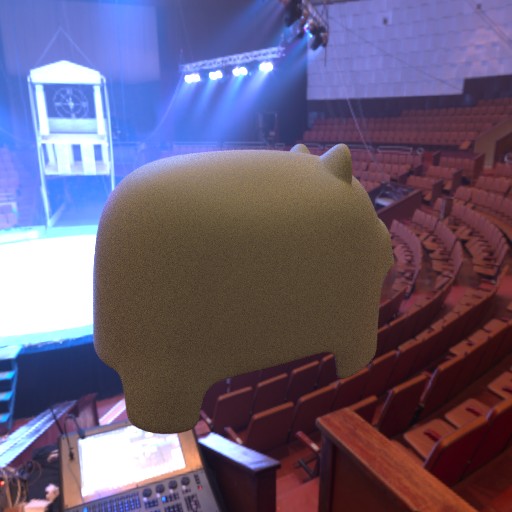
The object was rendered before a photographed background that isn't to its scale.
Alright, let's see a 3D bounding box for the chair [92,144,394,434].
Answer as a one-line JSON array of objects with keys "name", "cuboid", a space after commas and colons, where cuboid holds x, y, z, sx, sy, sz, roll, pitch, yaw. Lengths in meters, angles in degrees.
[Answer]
[{"name": "chair", "cuboid": [0.000, 0.000, 0.862, 0.619, 0.423, 0.364, -7, 16, -27]}]
